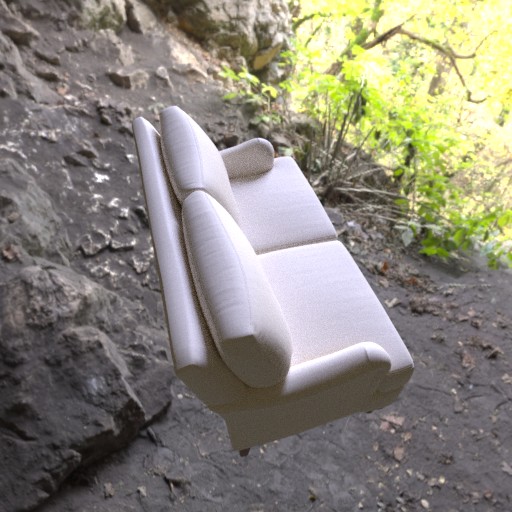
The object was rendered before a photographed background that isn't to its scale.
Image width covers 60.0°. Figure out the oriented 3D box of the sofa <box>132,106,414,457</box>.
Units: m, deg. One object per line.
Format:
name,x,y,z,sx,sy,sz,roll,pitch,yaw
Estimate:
sofa,0.000,0.000,2.542,1.084,1.101,1.853,-12,48,-11
